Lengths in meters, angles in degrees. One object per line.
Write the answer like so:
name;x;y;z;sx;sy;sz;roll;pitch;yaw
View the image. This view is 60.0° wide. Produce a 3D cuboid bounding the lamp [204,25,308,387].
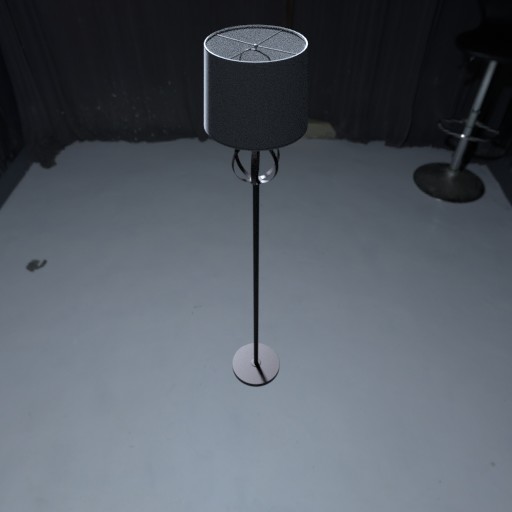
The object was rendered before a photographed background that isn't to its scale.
lamp;0.000;0.000;1.592;0.286;1.462;0.286;2;45;2
